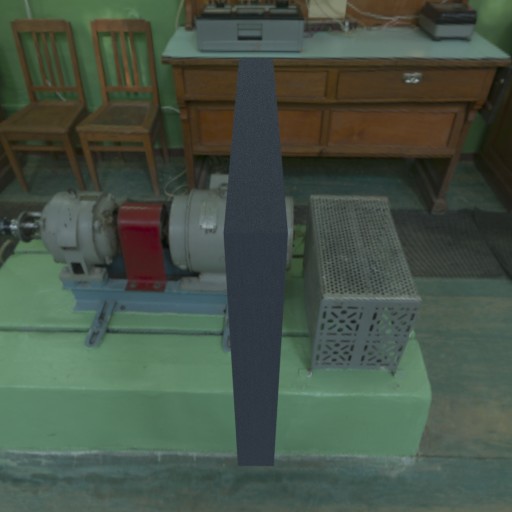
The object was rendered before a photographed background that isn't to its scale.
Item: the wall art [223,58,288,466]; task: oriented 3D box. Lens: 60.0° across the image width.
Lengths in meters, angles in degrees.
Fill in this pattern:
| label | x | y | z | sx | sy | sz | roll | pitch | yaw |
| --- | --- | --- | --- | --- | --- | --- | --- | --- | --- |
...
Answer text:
| label | x | y | z | sx | sy | sz | roll | pitch | yaw |
| --- | --- | --- | --- | --- | --- | --- | --- | --- | --- |
| wall art | 0.000 | 0.000 | 0.462 | 0.036 | 0.300 | 0.302 | 0 | 41 | 0 |
